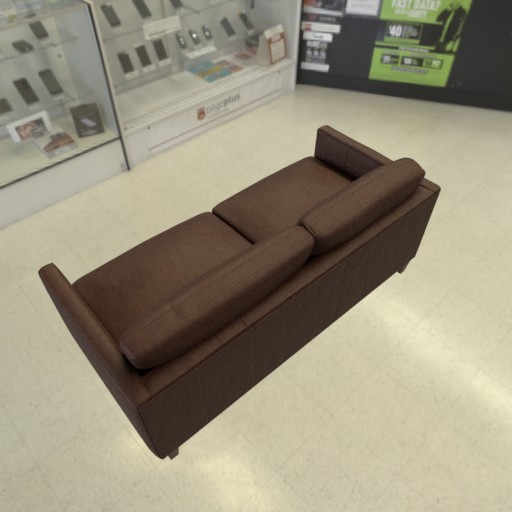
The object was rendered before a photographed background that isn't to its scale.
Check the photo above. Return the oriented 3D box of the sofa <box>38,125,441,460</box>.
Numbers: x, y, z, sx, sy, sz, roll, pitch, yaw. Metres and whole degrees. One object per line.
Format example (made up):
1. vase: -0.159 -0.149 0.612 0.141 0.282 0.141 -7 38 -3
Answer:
1. sofa: 0.000 0.000 2.433 1.971 0.863 0.923 -32 55 -27
